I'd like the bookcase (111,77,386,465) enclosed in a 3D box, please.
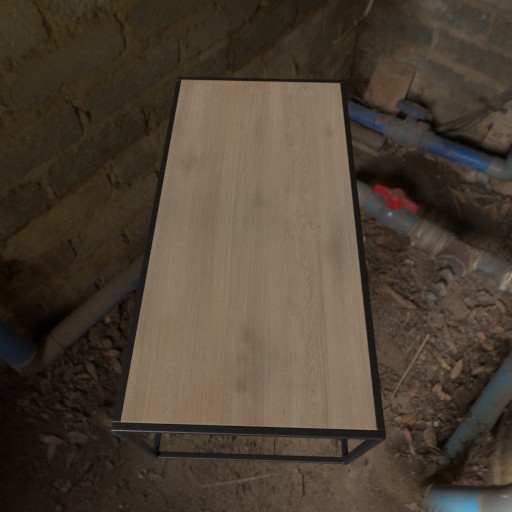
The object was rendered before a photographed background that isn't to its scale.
[{"bbox_3d":[0.000,0.000,1.231,0.500,0.400,1.000,1,59,1],"label":"bookcase"}]
